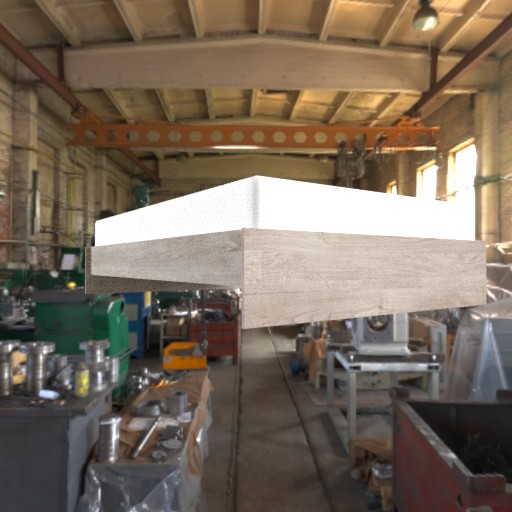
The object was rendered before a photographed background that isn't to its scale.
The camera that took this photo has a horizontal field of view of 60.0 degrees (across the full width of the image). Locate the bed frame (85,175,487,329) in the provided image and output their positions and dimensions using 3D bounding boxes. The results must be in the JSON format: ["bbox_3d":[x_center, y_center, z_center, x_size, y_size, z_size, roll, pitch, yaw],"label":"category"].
[{"bbox_3d":[0.000,0.000,2.598,1.445,0.497,1.945,1,-1,-35],"label":"bed frame"}]
